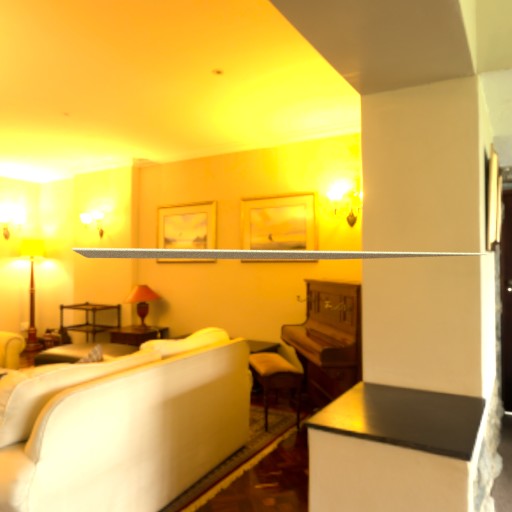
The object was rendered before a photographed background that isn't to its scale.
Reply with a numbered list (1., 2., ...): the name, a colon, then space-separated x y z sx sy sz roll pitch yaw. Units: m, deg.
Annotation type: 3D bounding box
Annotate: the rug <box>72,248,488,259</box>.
1. rug: 0.000 0.000 4.010 2.945 0.014 2.353 0 -1 -19
